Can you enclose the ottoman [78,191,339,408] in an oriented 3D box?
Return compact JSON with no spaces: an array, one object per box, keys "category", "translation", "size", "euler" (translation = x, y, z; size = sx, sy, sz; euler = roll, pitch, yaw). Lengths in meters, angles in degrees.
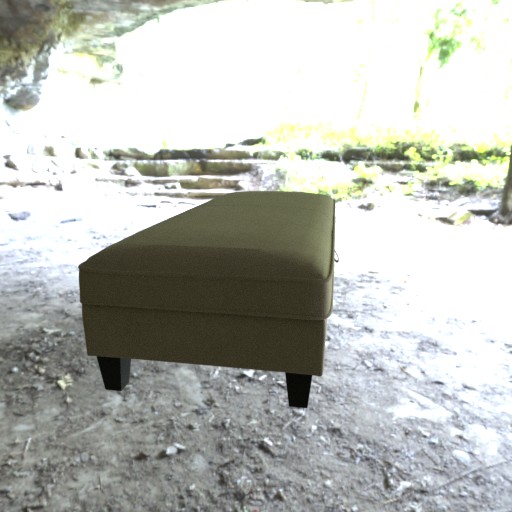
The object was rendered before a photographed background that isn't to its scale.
[{"category":"ottoman","translation":[0.000,0.000,2.000],"size":[0.735,0.460,1.726],"euler":[3,14,10]}]
